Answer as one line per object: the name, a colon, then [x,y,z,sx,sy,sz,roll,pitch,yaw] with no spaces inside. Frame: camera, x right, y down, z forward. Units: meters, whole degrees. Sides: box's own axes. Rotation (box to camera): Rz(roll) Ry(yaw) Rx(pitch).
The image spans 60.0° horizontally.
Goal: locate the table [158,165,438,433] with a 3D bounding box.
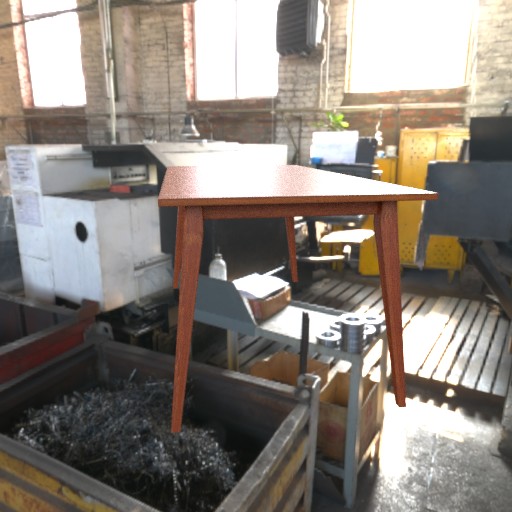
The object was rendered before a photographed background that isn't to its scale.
table: [0.000,0.000,2.095,0.811,0.755,1.609,-3,15,-10]
